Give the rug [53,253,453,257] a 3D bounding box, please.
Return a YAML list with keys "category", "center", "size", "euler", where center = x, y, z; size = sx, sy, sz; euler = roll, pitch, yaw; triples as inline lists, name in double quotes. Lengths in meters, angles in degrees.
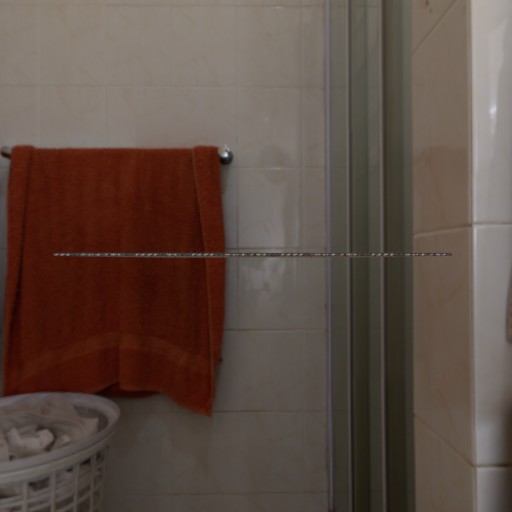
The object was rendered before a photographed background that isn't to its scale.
- category: "rug"
  center: [0.000, 0.000, 3.978]
  size: [2.305, 0.017, 2.902]
  euler: [0, 0, 1]
